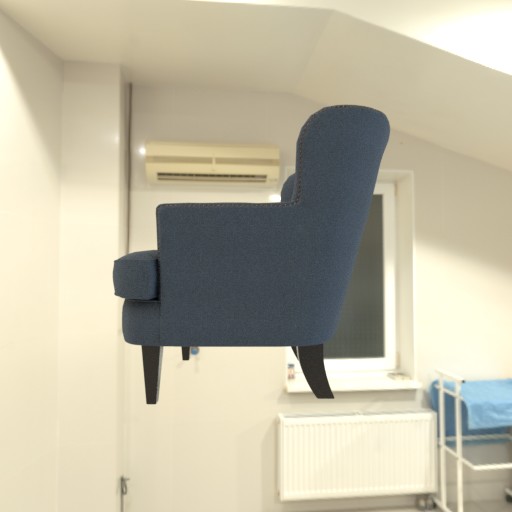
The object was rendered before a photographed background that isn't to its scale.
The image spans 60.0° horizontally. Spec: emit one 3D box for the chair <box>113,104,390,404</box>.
[{"bbox_3d":[0.000,0.000,1.597,0.906,0.868,0.848,0,-2,0],"label":"chair"}]
